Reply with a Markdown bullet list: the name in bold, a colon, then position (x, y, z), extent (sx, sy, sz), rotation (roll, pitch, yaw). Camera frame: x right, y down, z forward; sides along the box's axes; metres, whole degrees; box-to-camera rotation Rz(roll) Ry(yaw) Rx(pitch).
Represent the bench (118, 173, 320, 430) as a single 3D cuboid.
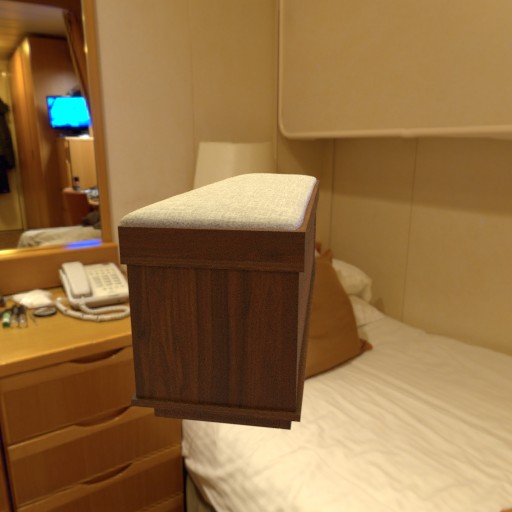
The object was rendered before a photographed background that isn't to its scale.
- **bench**: position (0.000, 0.000, 1.426), extent (0.367, 0.468, 1.196), rotation (2, 14, 9)
